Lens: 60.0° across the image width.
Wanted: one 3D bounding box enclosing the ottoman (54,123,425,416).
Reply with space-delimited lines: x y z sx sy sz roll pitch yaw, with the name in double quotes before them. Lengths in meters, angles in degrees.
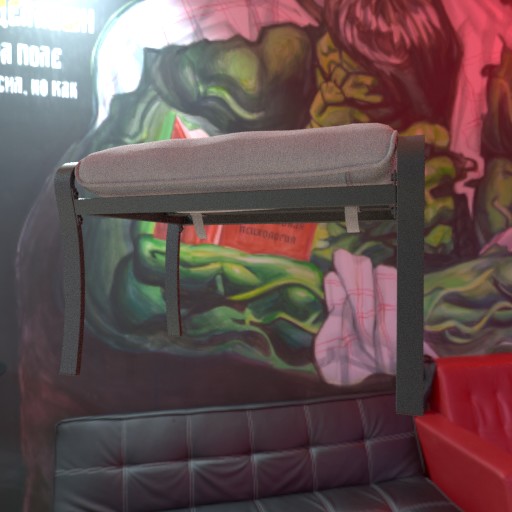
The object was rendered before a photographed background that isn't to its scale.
"ottoman" 0.000 0.000 0.870 0.610 0.422 0.406 0 1 19
